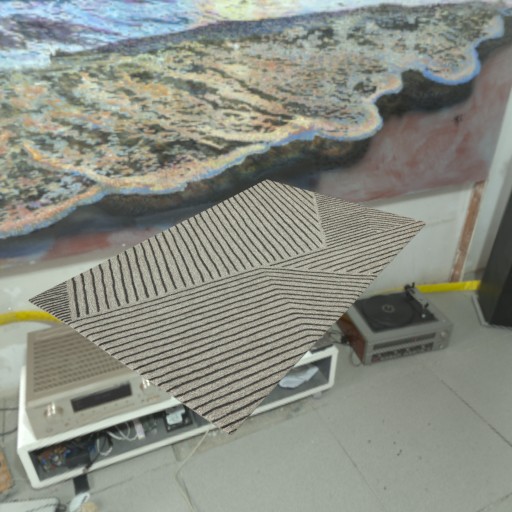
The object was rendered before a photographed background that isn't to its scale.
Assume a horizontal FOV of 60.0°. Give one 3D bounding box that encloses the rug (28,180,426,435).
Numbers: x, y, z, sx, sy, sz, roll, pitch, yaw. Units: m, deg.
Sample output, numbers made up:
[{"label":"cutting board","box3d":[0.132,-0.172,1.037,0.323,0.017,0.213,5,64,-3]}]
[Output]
[{"label":"rug","box3d":[0.000,0.000,3.018,1.539,0.023,2.406,21,37,31]}]
